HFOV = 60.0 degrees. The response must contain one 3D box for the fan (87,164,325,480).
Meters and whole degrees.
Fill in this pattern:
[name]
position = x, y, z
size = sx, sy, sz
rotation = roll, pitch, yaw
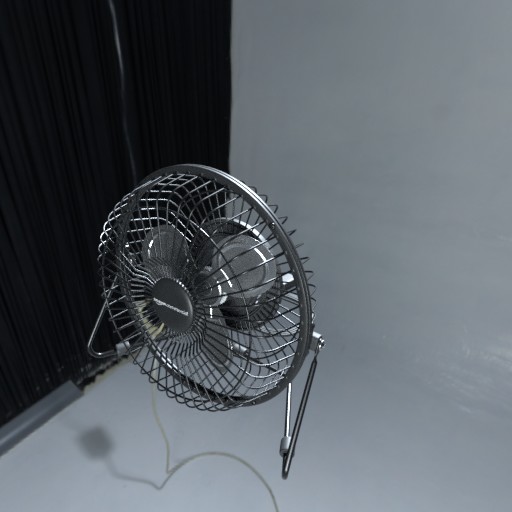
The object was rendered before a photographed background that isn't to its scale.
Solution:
[fan]
position = 0.000, 0.000, 0.377
size = 0.209, 0.188, 0.227
rotation = 20, 35, 31
